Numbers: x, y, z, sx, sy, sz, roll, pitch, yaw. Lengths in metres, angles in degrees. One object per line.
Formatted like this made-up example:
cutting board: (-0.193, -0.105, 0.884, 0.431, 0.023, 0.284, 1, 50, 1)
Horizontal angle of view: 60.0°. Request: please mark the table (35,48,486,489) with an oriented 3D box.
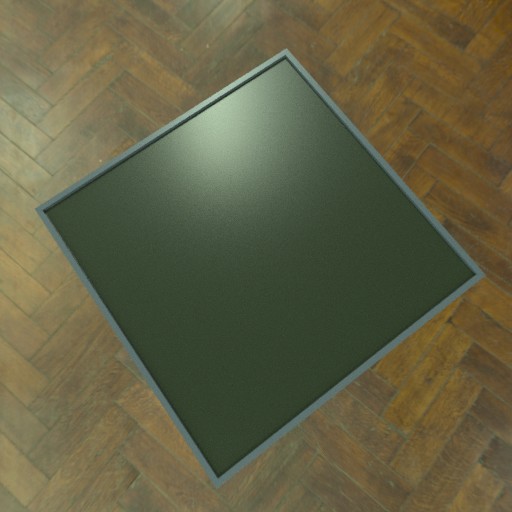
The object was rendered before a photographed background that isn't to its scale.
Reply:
table: (0.000, 0.000, 1.245, 0.801, 0.299, 0.801, -35, 79, -8)
